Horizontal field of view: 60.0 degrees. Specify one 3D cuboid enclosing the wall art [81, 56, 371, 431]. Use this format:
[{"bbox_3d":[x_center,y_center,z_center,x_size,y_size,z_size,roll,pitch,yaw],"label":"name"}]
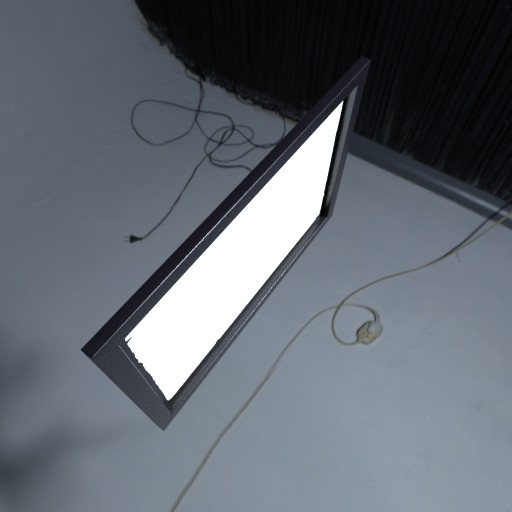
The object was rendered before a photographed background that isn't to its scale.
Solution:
[{"bbox_3d":[0.000,0.000,0.558,0.013,0.306,0.440,32,64,18],"label":"wall art"}]
